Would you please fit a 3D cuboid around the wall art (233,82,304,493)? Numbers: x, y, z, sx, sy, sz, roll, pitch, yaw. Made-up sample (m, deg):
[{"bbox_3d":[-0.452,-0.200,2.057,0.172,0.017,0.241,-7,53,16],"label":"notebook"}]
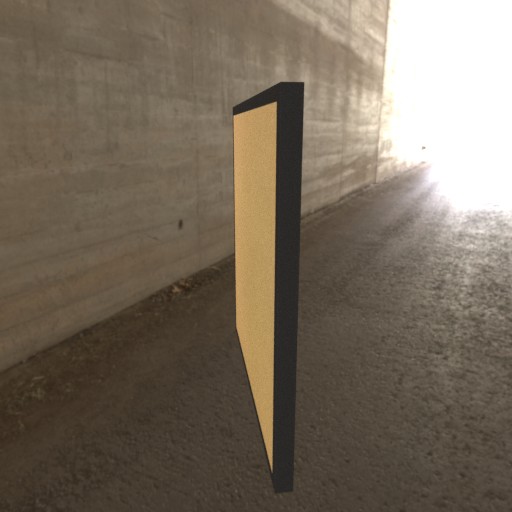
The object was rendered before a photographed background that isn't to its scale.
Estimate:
[{"bbox_3d":[0.000,0.000,1.137,0.037,0.760,0.762,-2,16,-8],"label":"wall art"}]
